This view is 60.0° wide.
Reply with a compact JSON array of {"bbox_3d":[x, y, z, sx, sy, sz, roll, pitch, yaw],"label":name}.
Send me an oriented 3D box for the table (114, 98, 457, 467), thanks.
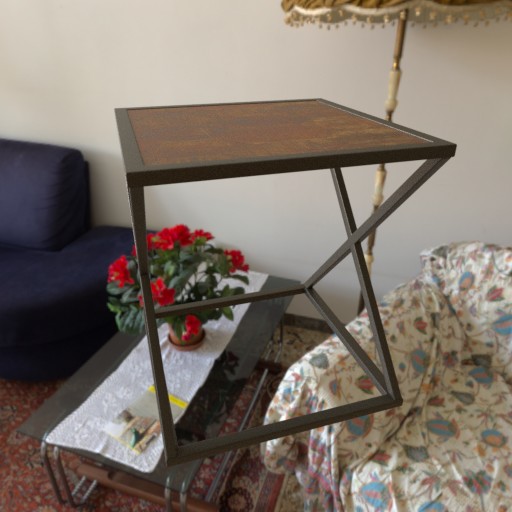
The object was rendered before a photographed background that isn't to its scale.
[{"bbox_3d":[0.000,0.000,0.964,0.500,0.565,0.500,-8,29,-15],"label":"table"}]
